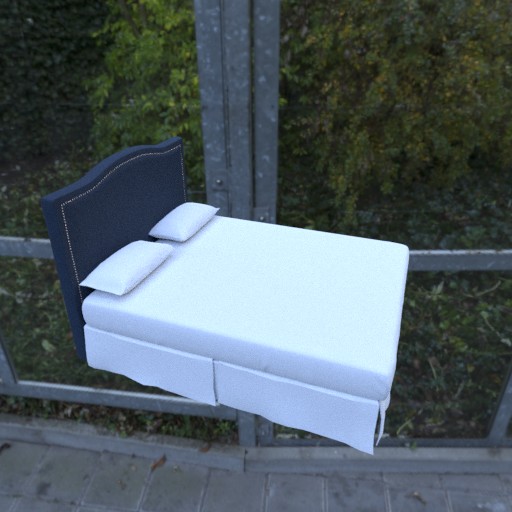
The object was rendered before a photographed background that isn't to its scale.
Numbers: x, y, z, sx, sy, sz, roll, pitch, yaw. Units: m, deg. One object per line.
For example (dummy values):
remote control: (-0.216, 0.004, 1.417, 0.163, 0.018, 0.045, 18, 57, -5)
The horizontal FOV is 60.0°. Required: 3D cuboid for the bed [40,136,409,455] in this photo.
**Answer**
bed: (0.000, 0.000, 3.433, 2.282, 1.436, 1.821, 10, 30, 18)
